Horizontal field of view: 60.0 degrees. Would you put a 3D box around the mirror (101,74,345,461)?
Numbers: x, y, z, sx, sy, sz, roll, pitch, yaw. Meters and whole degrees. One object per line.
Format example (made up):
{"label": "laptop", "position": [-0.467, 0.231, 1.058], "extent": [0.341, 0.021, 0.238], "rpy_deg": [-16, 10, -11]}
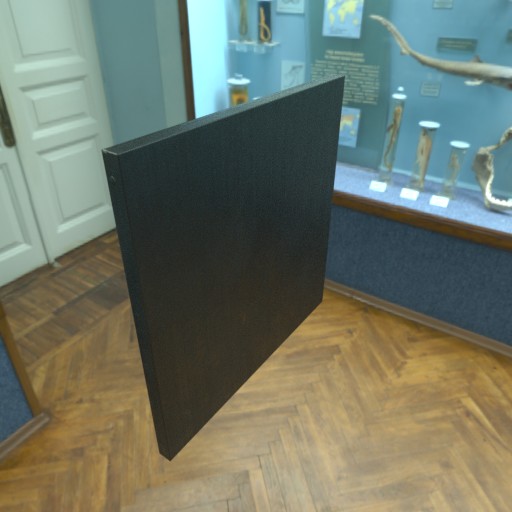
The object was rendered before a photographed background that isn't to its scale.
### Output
{"label": "mirror", "position": [0.000, 0.000, 0.566], "extent": [0.020, 0.381, 0.382], "rpy_deg": [21, 38, 29]}
